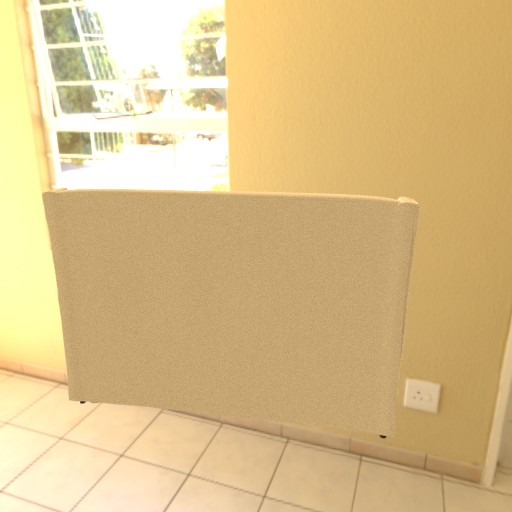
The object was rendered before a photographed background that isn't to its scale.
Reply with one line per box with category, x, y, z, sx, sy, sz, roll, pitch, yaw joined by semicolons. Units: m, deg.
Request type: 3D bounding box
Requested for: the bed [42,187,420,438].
bed;0.000;0.000;3.408;1.925;1.332;2.276;3;18;9
